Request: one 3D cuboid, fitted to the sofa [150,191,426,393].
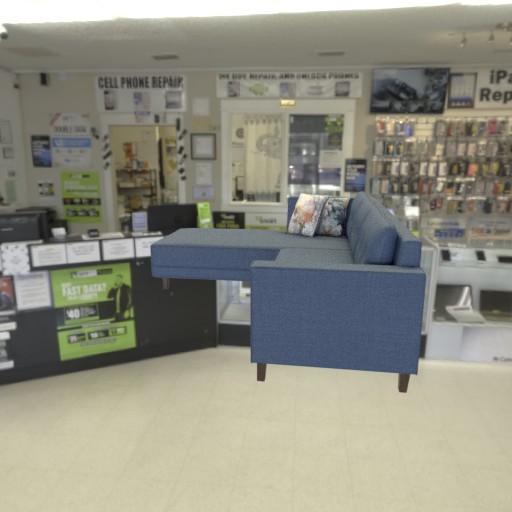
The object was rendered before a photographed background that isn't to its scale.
[{"bbox_3d":[0.000,0.000,3.121,1.829,0.787,2.120,2,13,9],"label":"sofa"}]
